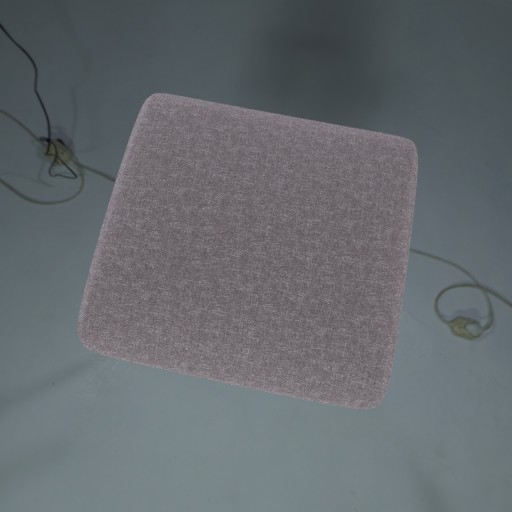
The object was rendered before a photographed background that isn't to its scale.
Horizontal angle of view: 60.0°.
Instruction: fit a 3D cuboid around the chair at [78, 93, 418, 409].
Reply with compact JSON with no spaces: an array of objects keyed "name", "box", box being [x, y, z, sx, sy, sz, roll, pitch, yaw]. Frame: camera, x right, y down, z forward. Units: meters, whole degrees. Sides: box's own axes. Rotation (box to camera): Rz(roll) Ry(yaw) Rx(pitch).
[{"name":"chair","box":[0.000,0.000,0.912,0.530,0.410,0.530,11,76,3]}]
